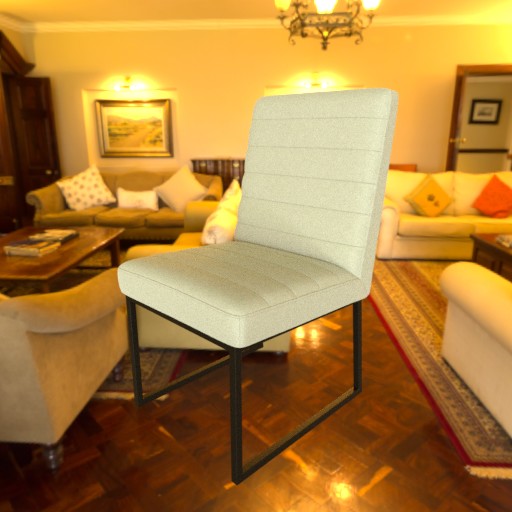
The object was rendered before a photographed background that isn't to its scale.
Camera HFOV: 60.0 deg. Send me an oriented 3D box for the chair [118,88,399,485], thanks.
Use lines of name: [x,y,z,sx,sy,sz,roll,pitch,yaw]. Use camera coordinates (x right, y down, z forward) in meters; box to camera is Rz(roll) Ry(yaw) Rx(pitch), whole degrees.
chair: [0.000,0.000,1.293,0.520,0.930,0.634,15,22,43]
